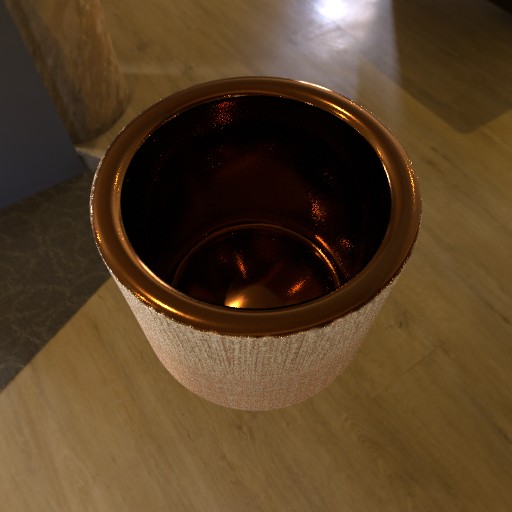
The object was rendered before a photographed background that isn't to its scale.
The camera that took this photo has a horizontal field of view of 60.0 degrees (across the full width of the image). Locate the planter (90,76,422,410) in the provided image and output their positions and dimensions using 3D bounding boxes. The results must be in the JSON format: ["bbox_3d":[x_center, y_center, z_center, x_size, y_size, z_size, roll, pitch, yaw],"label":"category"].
[{"bbox_3d":[0.000,0.000,0.302,0.177,0.157,0.177,0,59,0],"label":"planter"}]
